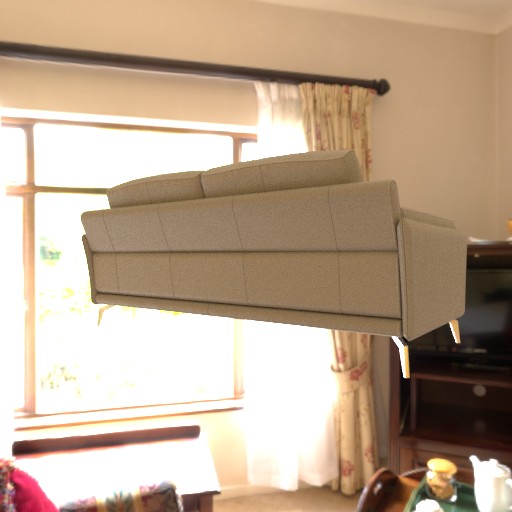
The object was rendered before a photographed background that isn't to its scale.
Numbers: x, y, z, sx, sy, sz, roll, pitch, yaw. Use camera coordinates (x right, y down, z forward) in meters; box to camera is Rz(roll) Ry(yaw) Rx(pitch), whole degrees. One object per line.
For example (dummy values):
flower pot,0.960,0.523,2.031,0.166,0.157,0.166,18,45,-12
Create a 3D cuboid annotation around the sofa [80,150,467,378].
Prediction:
sofa,0.000,0.000,2.613,2.101,0.930,1.049,0,0,37
